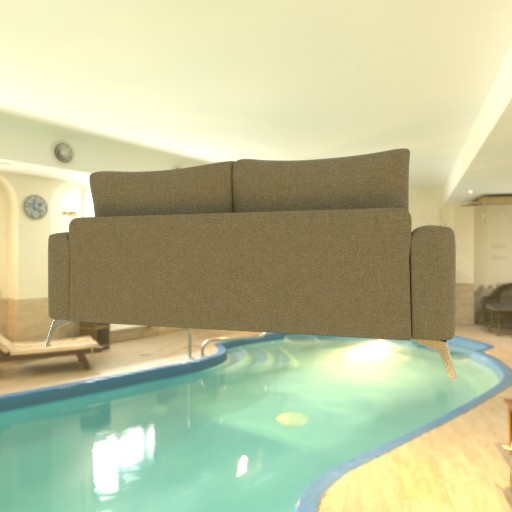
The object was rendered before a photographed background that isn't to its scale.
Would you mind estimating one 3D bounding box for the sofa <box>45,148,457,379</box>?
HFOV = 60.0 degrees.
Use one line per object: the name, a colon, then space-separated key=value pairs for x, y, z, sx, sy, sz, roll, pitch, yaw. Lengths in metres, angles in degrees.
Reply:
sofa: x=0.000 y=0.000 z=2.092 sx=1.650 sy=0.790 sz=0.920 roll=0 pitch=0 yaw=18
